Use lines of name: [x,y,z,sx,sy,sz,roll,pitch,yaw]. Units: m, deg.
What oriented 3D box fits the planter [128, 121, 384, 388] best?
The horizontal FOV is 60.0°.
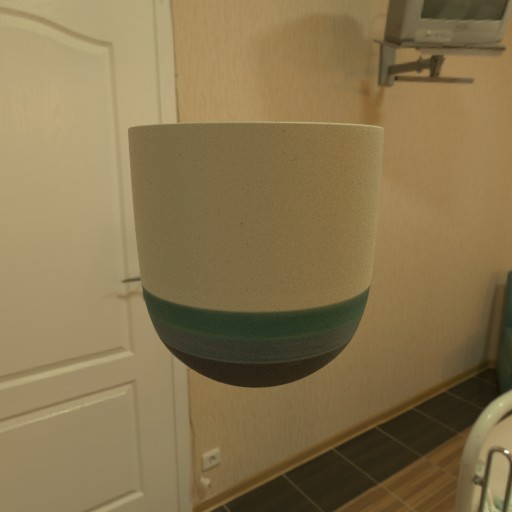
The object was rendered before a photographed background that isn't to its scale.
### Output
planter: [0.000,0.000,0.390,0.204,0.214,0.204,0,13,0]
